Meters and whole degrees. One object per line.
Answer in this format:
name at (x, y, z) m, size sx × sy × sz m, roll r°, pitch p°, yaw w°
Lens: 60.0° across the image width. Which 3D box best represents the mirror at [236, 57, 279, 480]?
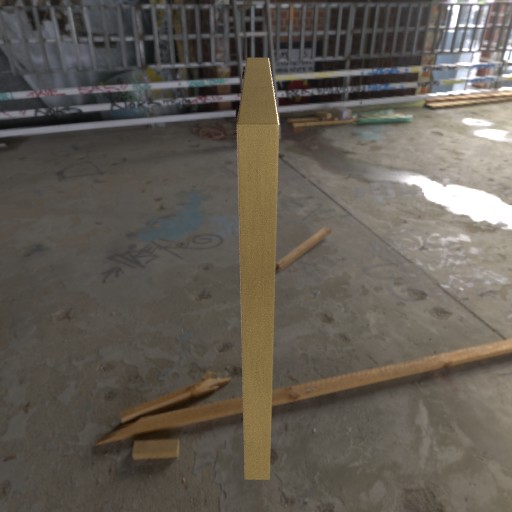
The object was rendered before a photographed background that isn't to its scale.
mirror at (0.000, 0.000, 0.679) m, size 0.041 × 0.508 × 0.405 m, roll 0°, pitch 31°, yaw 0°
